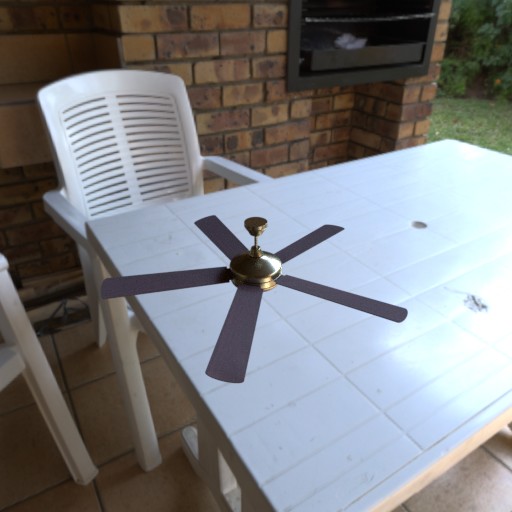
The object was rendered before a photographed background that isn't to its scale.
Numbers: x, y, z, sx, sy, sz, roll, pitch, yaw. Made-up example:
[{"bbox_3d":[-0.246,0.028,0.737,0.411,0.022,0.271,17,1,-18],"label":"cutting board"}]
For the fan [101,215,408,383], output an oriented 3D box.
[{"bbox_3d":[0.000,0.000,2.066,1.321,0.356,1.321,-21,36,-31],"label":"fan"}]
